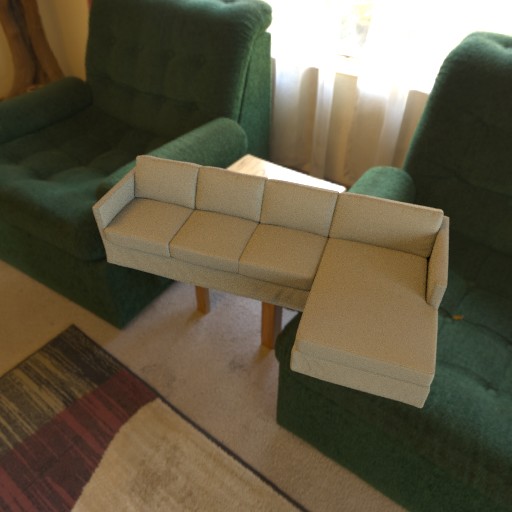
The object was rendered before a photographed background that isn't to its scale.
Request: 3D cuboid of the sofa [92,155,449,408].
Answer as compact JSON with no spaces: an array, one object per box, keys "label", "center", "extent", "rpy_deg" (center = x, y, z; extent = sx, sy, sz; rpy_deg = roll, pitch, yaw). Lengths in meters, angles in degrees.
[{"label":"sofa","center":[0.000,0.000,3.991],"extent":[3.177,0.867,1.622],"rpy_deg":[13,43,14]}]
